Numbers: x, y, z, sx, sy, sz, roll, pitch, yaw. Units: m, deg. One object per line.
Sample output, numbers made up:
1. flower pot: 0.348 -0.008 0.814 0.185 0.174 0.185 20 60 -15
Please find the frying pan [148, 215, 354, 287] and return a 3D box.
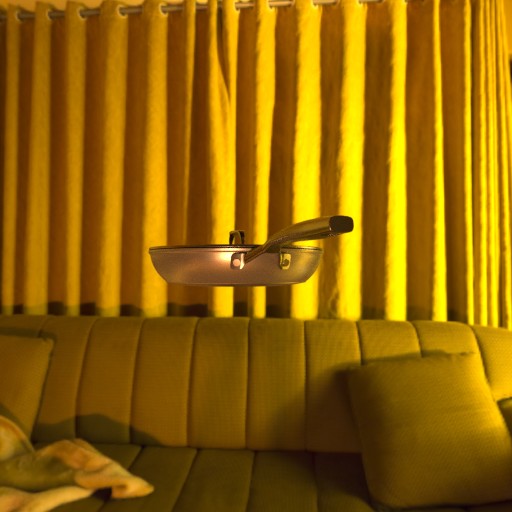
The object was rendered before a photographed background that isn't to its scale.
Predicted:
1. frying pan: 0.000 0.000 0.597 0.272 0.086 0.490 0 -2 -16
